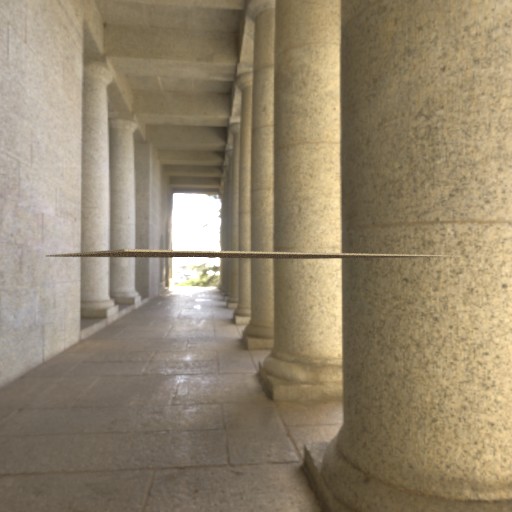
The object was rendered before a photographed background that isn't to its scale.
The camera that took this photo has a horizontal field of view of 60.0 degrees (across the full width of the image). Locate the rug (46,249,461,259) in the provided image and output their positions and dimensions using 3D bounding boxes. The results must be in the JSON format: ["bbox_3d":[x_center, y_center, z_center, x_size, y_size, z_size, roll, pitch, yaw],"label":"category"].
[{"bbox_3d":[0.000,0.000,2.344,1.828,0.007,1.220,1,-1,-35],"label":"rug"}]
